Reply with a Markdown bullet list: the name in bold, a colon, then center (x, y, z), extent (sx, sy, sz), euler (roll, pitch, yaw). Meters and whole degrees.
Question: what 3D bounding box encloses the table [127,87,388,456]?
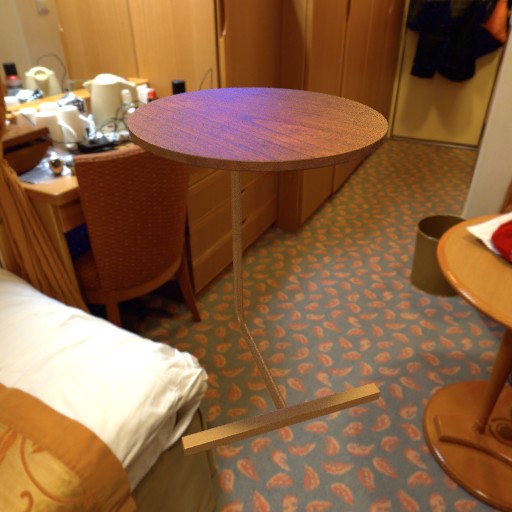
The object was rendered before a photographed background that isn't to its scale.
- **table**: center (0.000, 0.000, 1.128), extent (0.530, 0.706, 0.577), euler (-10, 33, -16)
